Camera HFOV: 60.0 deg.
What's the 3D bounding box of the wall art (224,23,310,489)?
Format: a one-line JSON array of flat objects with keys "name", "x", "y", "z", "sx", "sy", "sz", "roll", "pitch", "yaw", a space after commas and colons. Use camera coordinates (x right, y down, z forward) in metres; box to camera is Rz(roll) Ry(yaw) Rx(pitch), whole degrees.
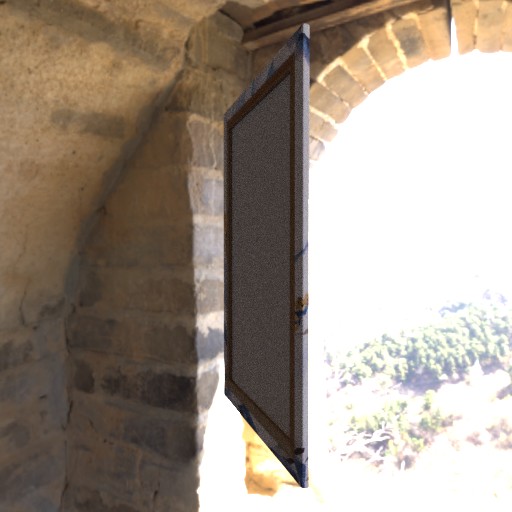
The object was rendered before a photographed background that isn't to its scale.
[{"name": "wall art", "x": 0.000, "y": 0.000, "z": 1.156, "sx": 0.016, "sy": 0.914, "sz": 0.610, "roll": 0, "pitch": 1, "yaw": -19}]
